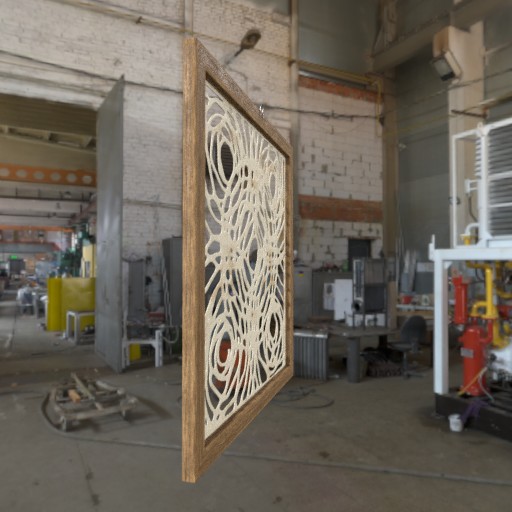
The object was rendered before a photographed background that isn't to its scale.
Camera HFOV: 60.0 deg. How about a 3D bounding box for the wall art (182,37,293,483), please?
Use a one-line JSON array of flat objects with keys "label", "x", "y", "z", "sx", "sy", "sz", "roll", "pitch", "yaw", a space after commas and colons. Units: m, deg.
[{"label": "wall art", "x": 0.000, "y": 0.000, "z": 0.826, "sx": 0.021, "sy": 0.576, "sz": 0.561, "roll": 0, "pitch": -1, "yaw": 17}]
